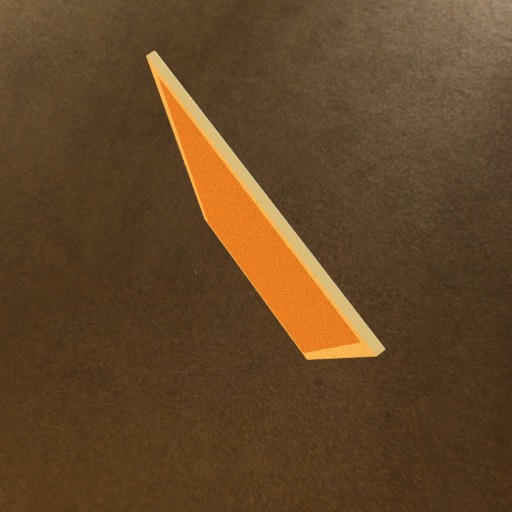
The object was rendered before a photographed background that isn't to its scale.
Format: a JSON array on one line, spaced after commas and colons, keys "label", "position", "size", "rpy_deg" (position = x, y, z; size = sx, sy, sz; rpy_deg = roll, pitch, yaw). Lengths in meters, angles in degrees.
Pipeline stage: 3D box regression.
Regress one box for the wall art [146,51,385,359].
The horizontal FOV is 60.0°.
[{"label": "wall art", "position": [0.000, 0.000, 0.835], "size": [0.013, 0.656, 0.456], "rpy_deg": [-35, 79, -8]}]
